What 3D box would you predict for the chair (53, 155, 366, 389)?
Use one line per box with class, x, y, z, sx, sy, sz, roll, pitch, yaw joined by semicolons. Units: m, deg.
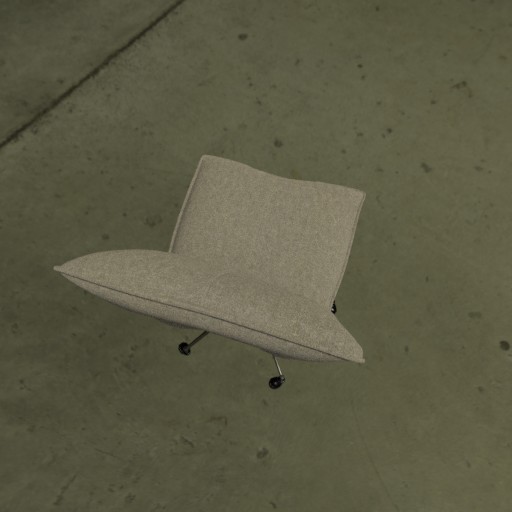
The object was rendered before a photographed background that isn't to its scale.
chair;0.000;0.000;1.288;0.597;0.811;0.696;16;64;8
